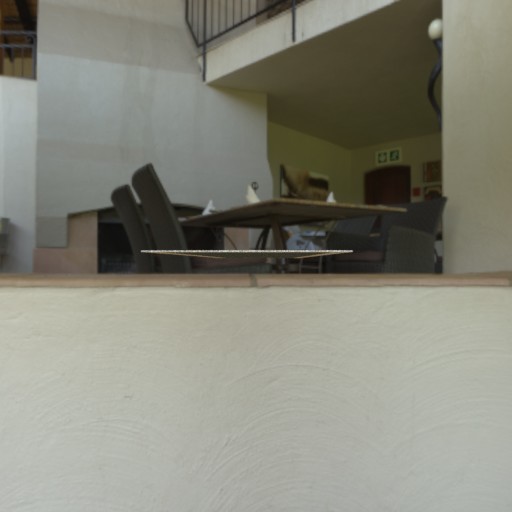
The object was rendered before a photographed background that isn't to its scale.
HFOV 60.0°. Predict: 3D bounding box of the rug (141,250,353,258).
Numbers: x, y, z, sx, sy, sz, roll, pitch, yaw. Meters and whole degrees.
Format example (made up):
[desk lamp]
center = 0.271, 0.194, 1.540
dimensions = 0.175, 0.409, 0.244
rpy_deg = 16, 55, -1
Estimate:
[rug]
center = 0.000, 0.000, 2.643
dimensions = 0.688, 0.005, 2.437
rpy_deg = 0, -1, 1
